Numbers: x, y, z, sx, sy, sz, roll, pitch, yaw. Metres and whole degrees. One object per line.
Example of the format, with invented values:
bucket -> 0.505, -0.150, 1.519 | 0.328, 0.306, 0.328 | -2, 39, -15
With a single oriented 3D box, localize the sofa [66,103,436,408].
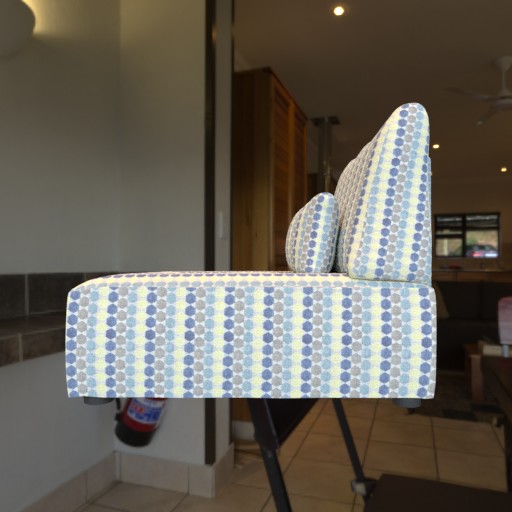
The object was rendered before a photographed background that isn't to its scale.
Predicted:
sofa -> 0.000, 0.000, 1.520 | 1.000, 0.820, 0.700 | 0, -1, 0
